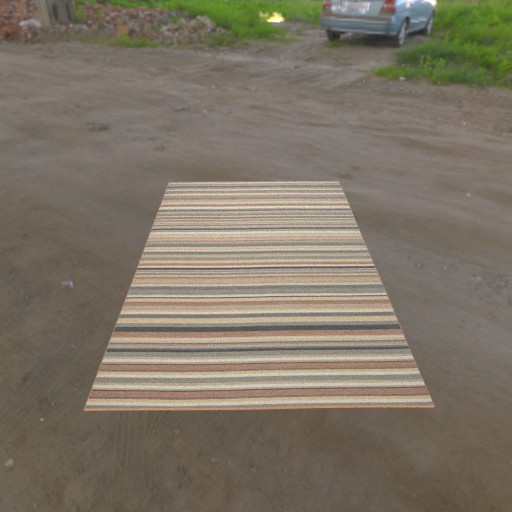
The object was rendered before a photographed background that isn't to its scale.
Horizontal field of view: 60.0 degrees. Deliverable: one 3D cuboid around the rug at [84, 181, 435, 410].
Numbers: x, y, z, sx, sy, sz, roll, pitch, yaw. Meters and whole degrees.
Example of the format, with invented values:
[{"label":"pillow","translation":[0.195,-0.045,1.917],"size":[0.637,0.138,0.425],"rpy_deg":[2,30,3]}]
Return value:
[{"label":"rug","translation":[0.000,0.000,2.944],"size":[1.523,0.014,2.438],"rpy_deg":[0,33,-1]}]
